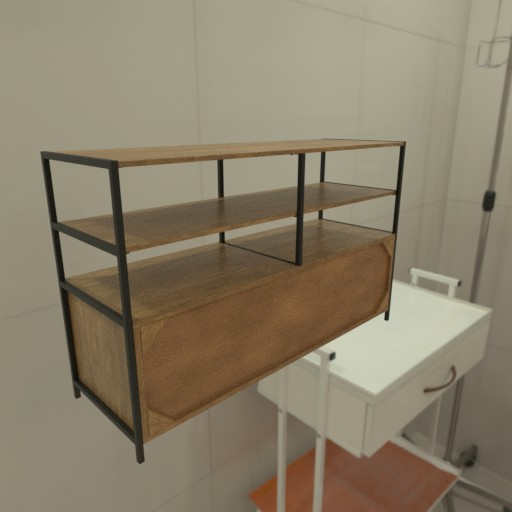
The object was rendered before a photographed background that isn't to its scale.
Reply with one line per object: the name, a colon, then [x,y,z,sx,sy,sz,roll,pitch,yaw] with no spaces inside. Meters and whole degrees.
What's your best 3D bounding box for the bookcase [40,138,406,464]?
bookcase: [0.000,0.000,1.469,1.149,0.712,0.391,-16,23,-42]
